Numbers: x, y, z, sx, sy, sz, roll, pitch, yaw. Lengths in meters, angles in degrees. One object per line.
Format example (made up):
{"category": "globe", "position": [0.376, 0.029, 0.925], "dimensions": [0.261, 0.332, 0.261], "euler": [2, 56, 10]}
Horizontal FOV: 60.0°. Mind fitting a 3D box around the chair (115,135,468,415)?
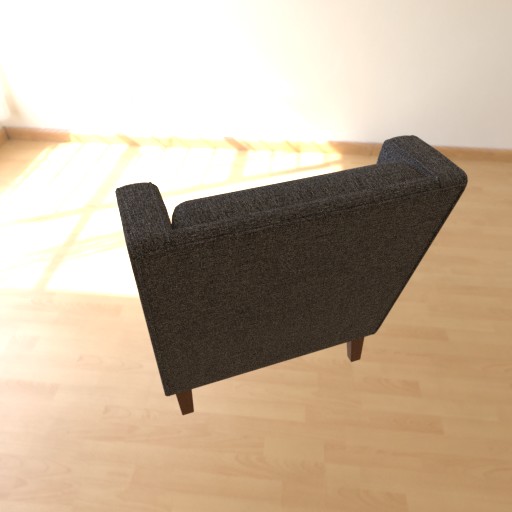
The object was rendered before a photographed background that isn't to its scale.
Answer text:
{"category": "chair", "position": [0.000, 0.000, 1.772], "dimensions": [0.942, 1.082, 0.927], "euler": [-13, 43, -15]}
